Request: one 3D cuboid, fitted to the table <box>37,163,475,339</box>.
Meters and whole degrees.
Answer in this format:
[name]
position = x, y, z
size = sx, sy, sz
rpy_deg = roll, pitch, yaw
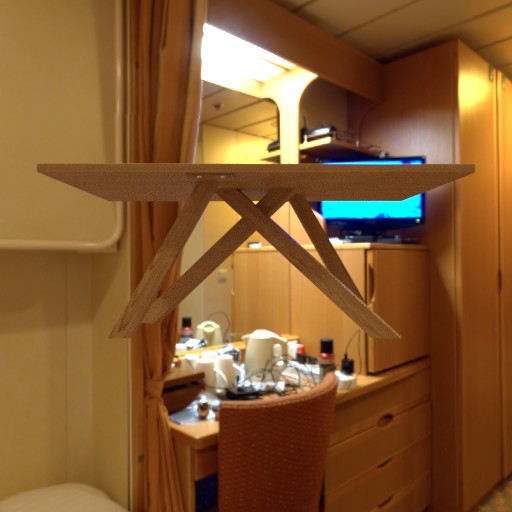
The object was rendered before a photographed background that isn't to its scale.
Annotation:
[table]
position = 0.000, 0.000, 2.264
size = 1.797, 0.750, 0.901
rpy_deg = 0, -1, 0
